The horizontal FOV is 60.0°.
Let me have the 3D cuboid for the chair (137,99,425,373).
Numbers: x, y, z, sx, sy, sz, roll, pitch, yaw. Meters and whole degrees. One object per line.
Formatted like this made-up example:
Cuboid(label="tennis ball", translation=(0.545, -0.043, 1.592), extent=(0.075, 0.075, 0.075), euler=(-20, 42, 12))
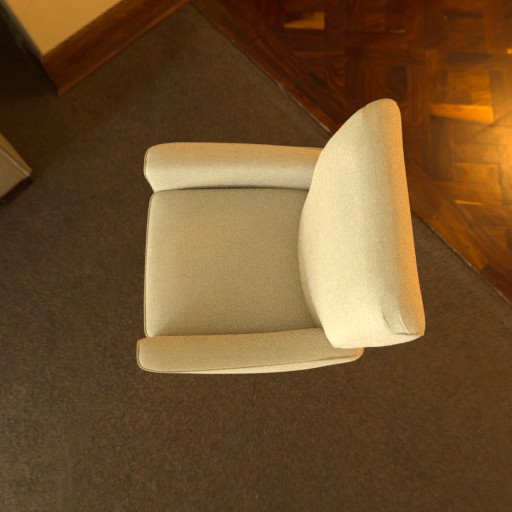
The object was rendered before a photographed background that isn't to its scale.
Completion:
Cuboid(label="chair", translation=(0.000, 0.000, 1.647), extent=(0.858, 1.023, 0.841), euler=(-2, 75, 0))
